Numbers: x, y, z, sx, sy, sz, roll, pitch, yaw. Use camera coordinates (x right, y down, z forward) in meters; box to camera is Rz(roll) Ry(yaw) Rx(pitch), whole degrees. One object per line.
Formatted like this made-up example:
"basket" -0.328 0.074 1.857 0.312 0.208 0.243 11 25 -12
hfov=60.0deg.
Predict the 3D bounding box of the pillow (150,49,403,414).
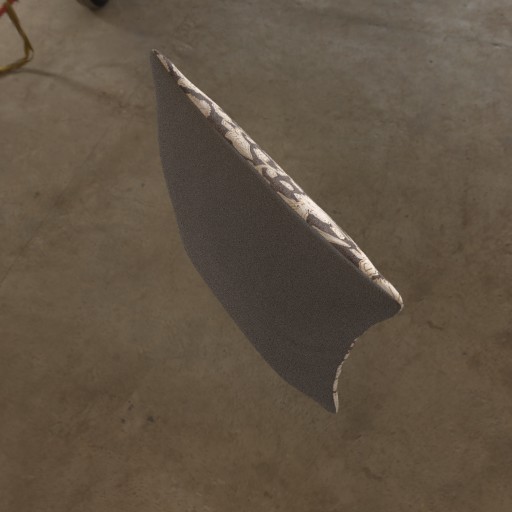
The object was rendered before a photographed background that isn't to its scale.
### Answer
"pillow" 0.000 0.000 0.772 0.166 0.507 0.526 -31 63 -18
